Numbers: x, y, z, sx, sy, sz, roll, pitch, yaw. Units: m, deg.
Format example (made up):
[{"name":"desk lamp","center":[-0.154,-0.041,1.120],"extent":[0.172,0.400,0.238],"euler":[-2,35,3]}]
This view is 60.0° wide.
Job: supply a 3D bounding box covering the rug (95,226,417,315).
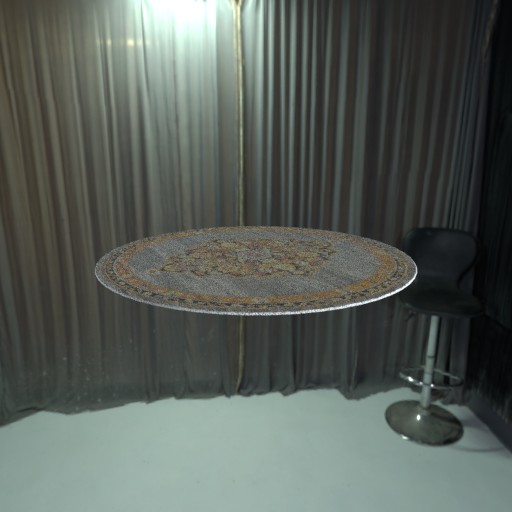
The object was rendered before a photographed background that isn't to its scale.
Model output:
[{"name":"rug","center":[0.000,0.000,2.331],"extent":[1.598,0.010,1.598],"euler":[0,15,0]}]
